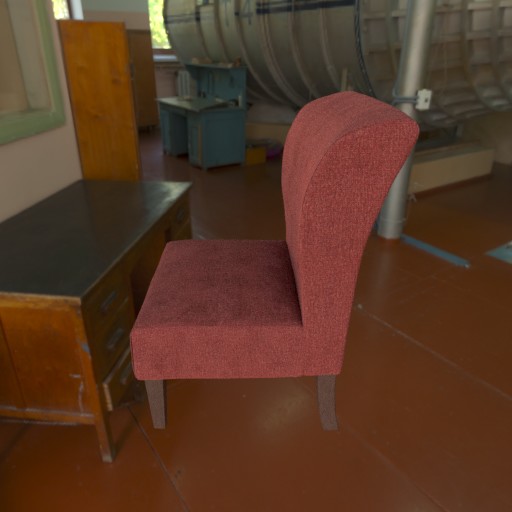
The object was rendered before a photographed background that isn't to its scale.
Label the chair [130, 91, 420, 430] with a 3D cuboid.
[{"bbox_3d":[0.000,0.000,1.263,0.640,0.846,0.538,0,26,0],"label":"chair"}]
